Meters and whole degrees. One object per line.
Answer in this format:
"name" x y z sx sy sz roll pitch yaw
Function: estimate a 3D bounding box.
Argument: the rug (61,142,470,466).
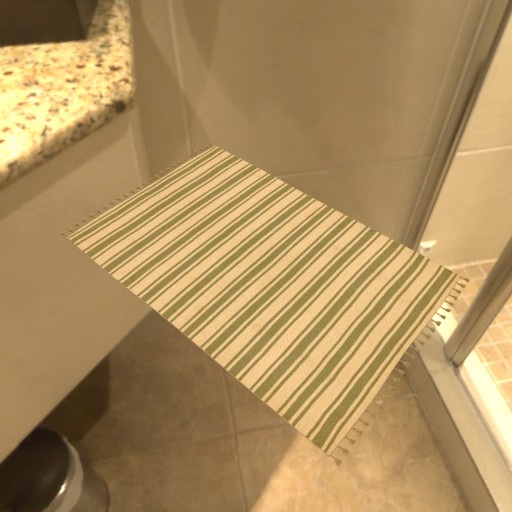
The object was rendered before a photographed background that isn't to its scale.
"rug" 0.000 0.000 3.062 2.435 0.018 1.540 33 56 26
